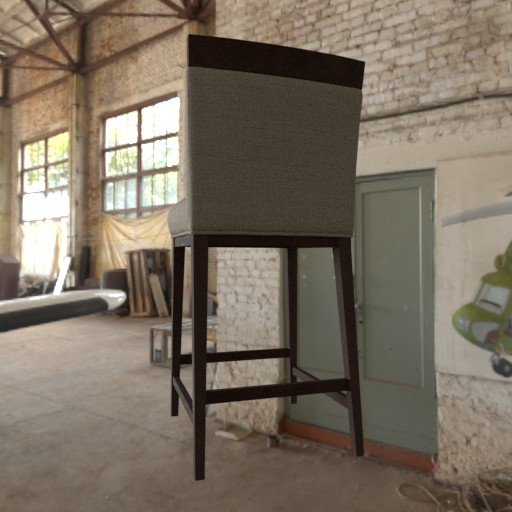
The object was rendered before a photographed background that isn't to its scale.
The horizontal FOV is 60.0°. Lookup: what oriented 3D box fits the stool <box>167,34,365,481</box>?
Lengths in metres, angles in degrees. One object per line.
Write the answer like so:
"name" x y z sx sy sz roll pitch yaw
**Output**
"stool" 0.000 0.000 1.404 0.511 1.117 0.531 0 -1 -18
